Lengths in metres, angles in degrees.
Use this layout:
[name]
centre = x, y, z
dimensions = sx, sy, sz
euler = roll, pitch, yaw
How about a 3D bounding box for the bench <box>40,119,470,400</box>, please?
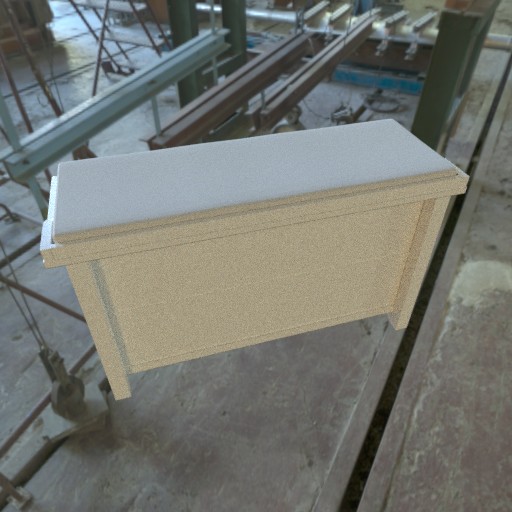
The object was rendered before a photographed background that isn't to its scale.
[bench]
centre = 0.000, 0.000, 1.275
dimensions = 0.987, 0.589, 0.346
euler = -11, 42, -13
